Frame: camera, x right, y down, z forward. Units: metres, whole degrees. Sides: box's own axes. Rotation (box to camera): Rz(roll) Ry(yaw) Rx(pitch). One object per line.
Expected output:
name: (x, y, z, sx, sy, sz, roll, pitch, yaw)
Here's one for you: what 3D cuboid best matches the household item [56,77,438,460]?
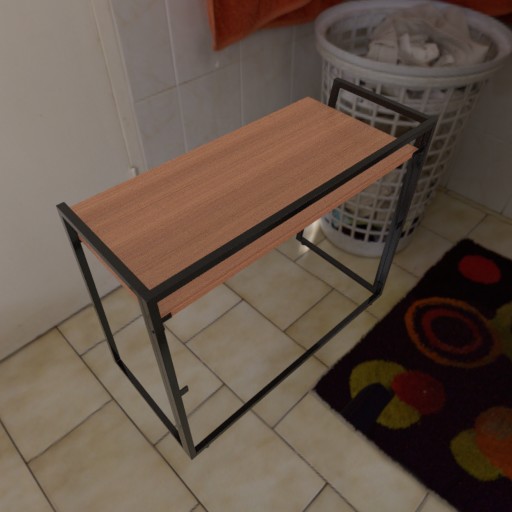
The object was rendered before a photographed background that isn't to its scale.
household item: (0.000, 0.000, 1.548, 1.050, 0.860, 0.510, -33, 55, -28)
